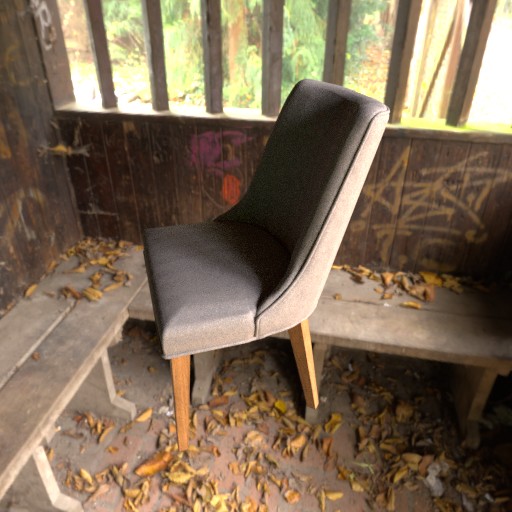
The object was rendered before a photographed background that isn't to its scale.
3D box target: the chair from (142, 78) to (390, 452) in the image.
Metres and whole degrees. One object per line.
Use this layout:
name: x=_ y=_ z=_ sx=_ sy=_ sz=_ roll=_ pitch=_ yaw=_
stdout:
chair: x=0.000 y=0.000 z=1.319 sx=0.636 sy=0.916 sz=0.548 roll=-9 pitch=32 yaw=-15
